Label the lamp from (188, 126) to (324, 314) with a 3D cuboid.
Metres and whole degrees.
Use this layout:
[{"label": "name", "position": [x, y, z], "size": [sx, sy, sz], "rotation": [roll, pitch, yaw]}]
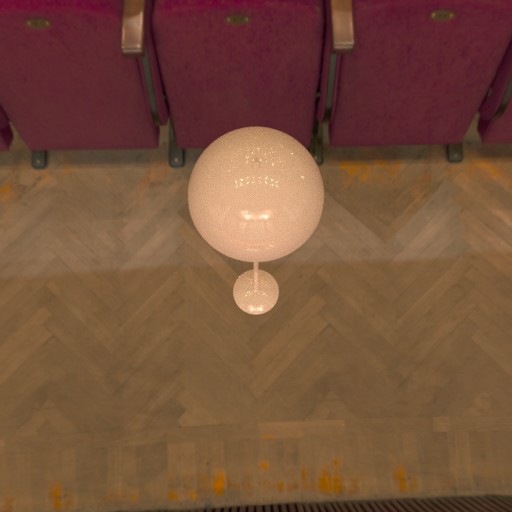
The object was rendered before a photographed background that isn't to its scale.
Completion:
[{"label": "lamp", "position": [0.000, 0.000, 1.626], "size": [0.328, 1.480, 0.328], "rotation": [-1, 75, 0]}]
